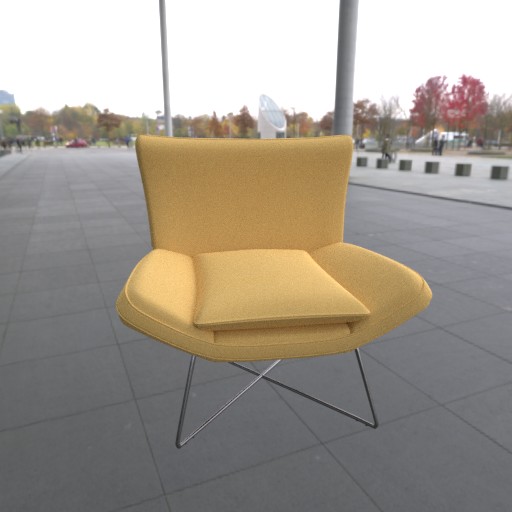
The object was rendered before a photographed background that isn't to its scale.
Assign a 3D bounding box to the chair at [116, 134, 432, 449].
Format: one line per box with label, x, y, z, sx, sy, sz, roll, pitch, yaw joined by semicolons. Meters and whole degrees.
chair;0.000;0.000;1.614;0.859;0.855;1.008;-2;15;-8
